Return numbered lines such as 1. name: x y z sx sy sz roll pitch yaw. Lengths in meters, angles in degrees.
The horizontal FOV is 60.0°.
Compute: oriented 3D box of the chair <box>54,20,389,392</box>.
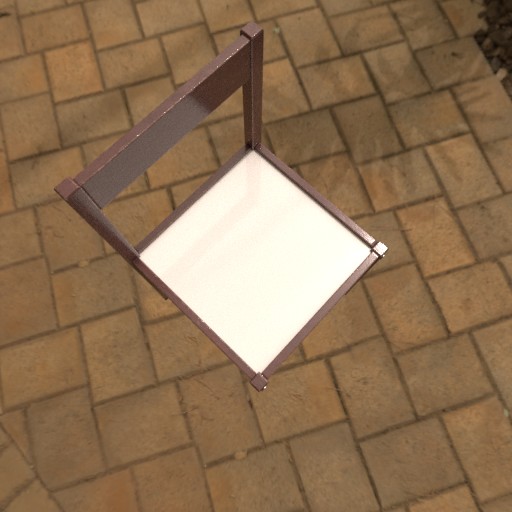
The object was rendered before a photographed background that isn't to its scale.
1. chair: 0.000 0.000 0.678 0.285 0.505 0.285 42 78 11
